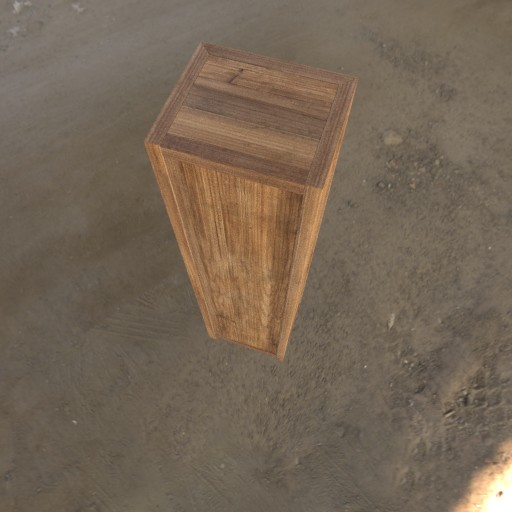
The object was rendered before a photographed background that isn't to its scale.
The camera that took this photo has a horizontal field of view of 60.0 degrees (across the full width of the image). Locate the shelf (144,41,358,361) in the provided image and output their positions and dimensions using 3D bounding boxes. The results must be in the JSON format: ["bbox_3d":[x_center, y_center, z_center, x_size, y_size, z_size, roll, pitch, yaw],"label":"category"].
[{"bbox_3d":[0.000,0.000,2.106,0.500,1.900,0.428,17,65,8],"label":"shelf"}]
